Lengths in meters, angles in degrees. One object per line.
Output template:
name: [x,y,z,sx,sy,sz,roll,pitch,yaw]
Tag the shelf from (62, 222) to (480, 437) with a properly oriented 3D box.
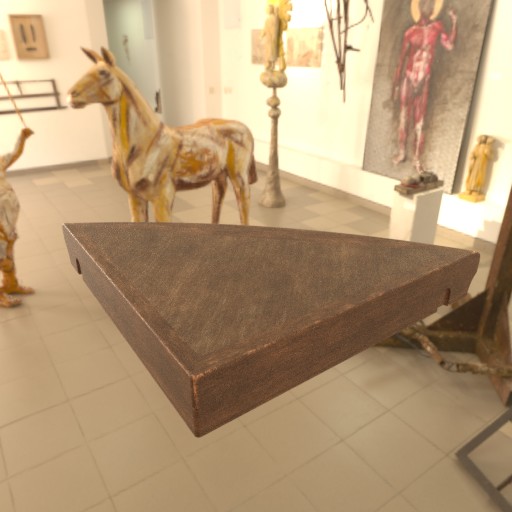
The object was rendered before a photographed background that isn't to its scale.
shelf: [0.000,0.000,0.463,0.310,0.050,0.310,-17,30,-31]
